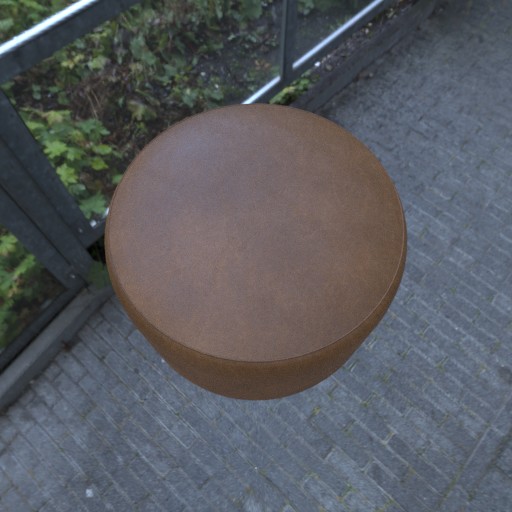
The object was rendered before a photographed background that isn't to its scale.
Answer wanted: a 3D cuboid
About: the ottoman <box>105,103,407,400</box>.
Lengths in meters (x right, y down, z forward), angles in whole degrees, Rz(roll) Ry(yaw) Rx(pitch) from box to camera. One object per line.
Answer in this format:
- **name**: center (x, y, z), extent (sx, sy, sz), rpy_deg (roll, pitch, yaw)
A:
- **ottoman**: center (0.000, 0.000, 1.025), extent (0.607, 0.438, 0.607), rpy_deg (0, 64, 0)
